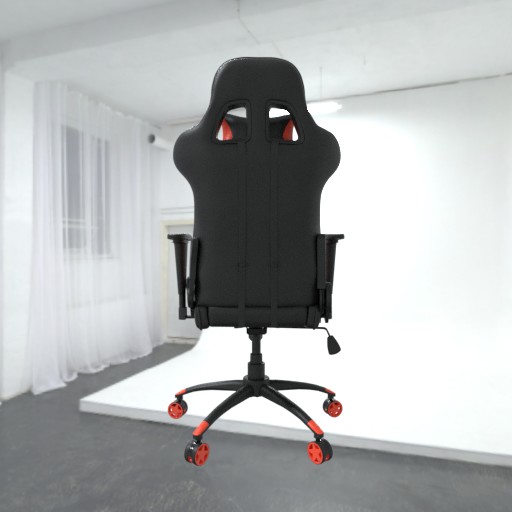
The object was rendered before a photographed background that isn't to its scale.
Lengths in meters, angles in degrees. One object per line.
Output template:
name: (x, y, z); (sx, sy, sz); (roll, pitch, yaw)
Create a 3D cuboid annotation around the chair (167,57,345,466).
chair: (0.000, 0.000, 1.698); (0.695, 1.282, 0.730); (0, 0, -1)
